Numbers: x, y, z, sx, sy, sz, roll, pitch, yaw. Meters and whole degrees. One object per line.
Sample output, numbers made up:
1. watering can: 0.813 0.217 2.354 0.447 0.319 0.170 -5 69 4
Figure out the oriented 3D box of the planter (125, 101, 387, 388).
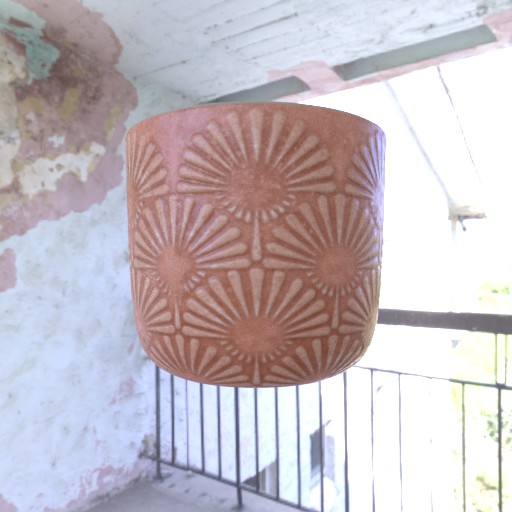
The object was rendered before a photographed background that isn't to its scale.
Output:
1. planter: 0.000 0.000 0.218 0.124 0.109 0.124 0 -1 0
